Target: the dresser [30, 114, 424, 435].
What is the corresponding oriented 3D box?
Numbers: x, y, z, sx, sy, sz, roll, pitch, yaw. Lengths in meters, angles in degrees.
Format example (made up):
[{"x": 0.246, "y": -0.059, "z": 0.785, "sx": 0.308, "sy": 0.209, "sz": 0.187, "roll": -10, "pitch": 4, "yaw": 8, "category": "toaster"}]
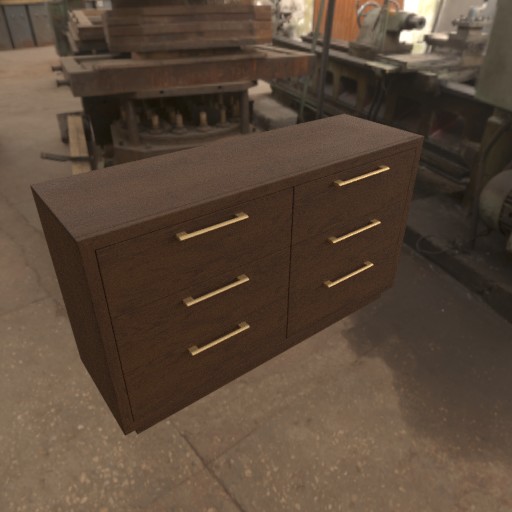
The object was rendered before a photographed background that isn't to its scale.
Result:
[{"x": 0.000, "y": 0.000, "z": 1.946, "sx": 1.523, "sy": 0.889, "sz": 0.512, "roll": -22, "pitch": 38, "yaw": -31, "category": "dresser"}]
